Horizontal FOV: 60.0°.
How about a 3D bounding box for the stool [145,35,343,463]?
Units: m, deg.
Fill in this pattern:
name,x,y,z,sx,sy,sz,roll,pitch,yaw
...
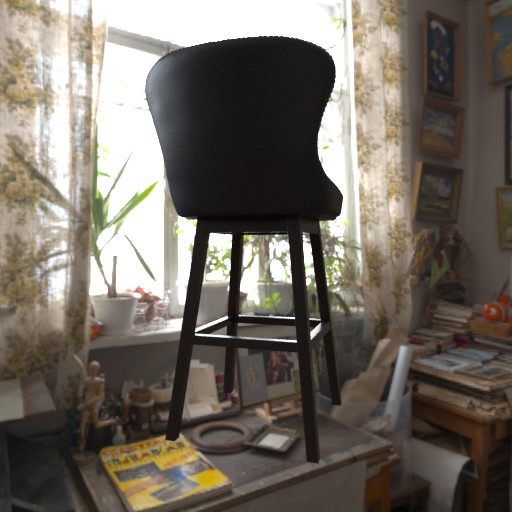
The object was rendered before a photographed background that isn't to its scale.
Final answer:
name,x,y,z,sx,sy,sz,roll,pitch,yaw
stool,0.000,0.000,1.342,0.528,1.050,0.601,0,1,18
